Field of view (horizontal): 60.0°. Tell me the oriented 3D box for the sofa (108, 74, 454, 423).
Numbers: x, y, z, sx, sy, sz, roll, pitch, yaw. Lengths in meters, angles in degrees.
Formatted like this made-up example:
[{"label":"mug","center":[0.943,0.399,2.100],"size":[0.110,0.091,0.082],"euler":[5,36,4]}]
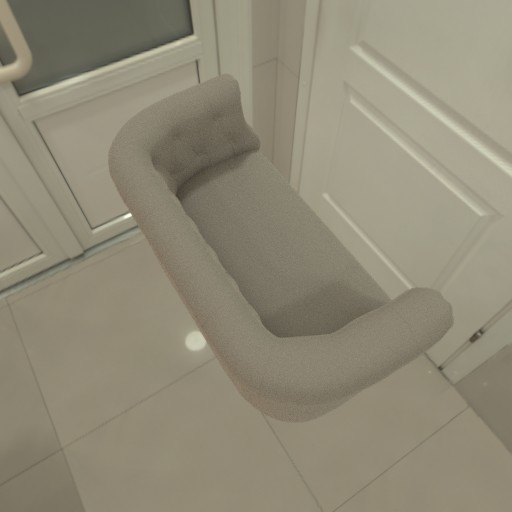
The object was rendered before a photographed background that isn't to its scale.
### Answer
[{"label":"sofa","center":[0.000,0.000,2.026],"size":[0.835,0.827,1.558],"euler":[-28,62,-16]}]
